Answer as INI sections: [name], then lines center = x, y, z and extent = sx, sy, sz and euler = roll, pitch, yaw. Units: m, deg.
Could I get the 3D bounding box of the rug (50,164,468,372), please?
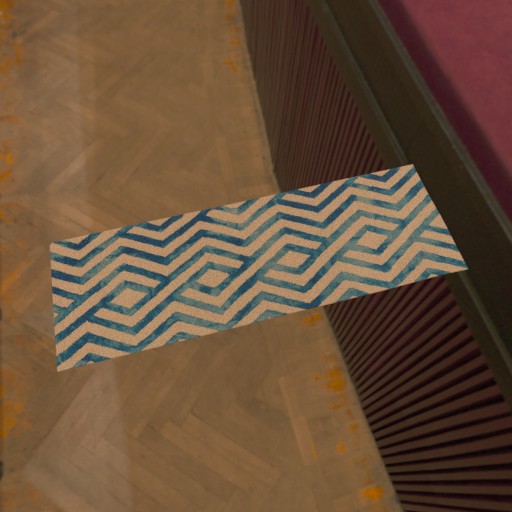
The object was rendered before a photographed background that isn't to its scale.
[rug]
center = 0.000, 0.000, 1.662
extent = 1.492, 0.007, 0.503
euler = -13, 64, -7
